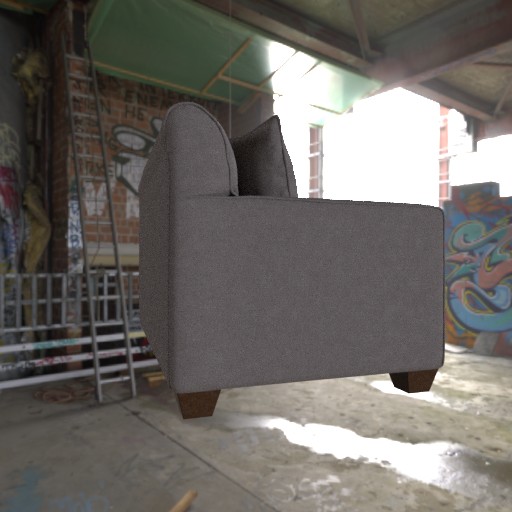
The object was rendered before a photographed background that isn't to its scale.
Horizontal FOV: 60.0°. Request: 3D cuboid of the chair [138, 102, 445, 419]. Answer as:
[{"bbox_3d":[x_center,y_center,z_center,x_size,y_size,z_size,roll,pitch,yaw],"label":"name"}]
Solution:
[{"bbox_3d":[0.000,0.000,2.031,0.992,0.953,1.395,0,0,-18],"label":"chair"}]
